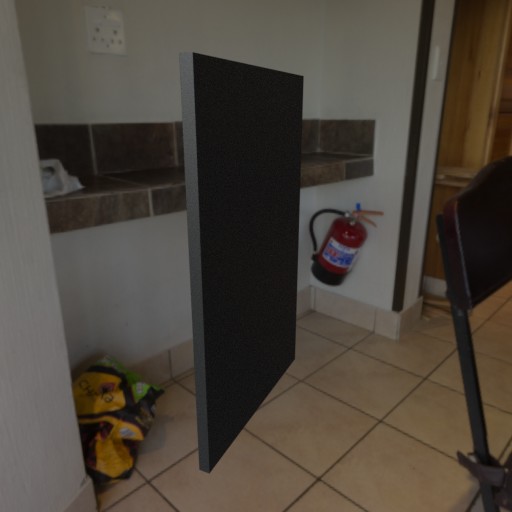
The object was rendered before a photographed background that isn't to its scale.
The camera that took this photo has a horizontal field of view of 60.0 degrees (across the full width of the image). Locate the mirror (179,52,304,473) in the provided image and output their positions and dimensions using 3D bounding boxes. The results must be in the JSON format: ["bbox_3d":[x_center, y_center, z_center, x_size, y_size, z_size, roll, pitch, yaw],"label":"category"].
[{"bbox_3d":[0.000,0.000,1.549,0.038,1.219,0.762,8,20,24],"label":"mirror"}]
